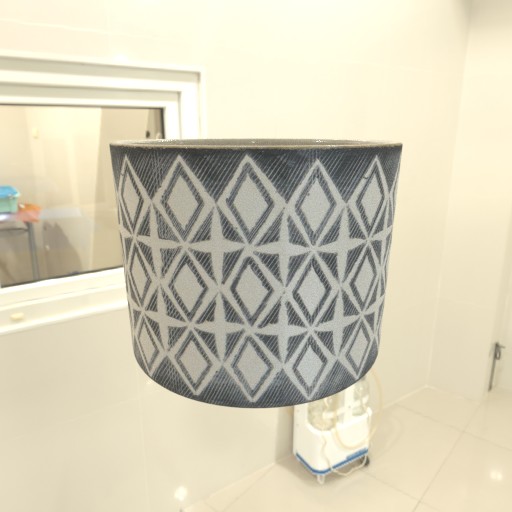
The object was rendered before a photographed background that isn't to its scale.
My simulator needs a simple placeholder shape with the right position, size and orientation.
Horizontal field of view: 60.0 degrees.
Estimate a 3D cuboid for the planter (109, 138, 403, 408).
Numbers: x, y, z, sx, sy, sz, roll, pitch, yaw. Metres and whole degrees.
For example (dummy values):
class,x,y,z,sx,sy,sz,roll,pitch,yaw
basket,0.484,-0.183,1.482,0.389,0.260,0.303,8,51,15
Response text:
class,x,y,z,sx,sy,sz,roll,pitch,yaw
planter,0.000,0.000,0.327,0.192,0.165,0.192,0,16,0
